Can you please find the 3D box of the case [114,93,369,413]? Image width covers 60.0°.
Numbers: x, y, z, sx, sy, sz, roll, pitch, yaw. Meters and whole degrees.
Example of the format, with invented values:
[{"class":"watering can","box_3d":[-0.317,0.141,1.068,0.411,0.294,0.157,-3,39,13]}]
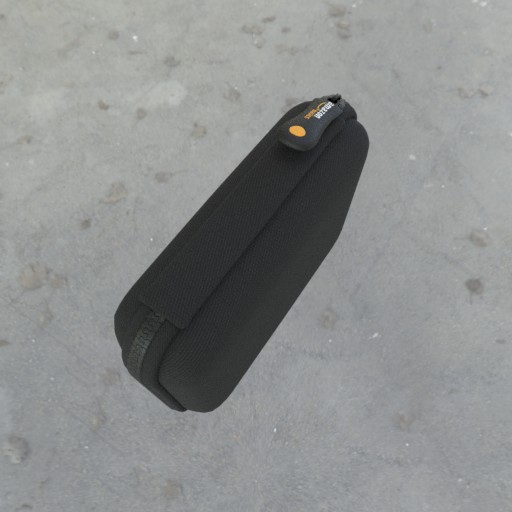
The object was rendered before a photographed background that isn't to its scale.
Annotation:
[{"class":"case","box_3d":[0.000,0.000,0.182,0.038,0.105,0.132,32,67,15]}]
